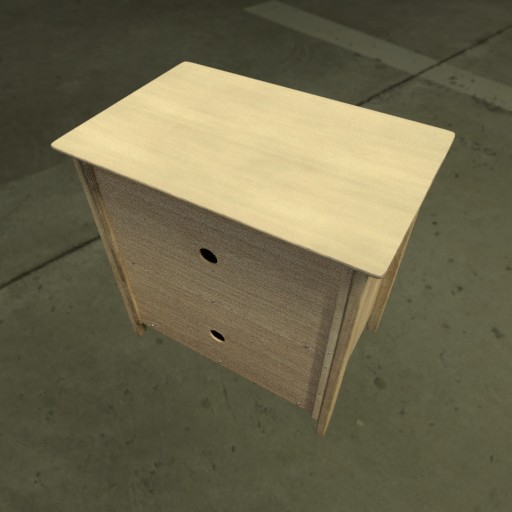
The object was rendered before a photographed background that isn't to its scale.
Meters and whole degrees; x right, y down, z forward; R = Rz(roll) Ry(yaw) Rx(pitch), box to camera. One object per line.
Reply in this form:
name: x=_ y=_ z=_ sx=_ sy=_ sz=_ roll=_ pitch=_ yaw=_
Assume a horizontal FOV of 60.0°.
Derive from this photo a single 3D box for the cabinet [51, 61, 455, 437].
cabinet: x=0.000 y=0.000 z=1.263 sx=0.763 sy=0.762 sz=0.503 roll=23 pitch=51 yaw=20
